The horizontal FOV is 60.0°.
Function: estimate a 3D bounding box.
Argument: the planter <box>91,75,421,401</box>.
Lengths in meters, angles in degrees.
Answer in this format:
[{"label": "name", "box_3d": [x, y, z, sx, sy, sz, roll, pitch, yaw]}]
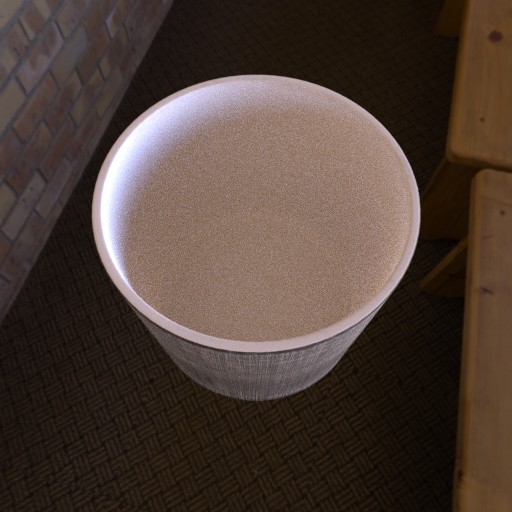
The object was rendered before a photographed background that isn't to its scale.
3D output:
[{"label": "planter", "box_3d": [0.000, 0.000, 0.391, 0.221, 0.201, 0.221, 0, 64, 0]}]
